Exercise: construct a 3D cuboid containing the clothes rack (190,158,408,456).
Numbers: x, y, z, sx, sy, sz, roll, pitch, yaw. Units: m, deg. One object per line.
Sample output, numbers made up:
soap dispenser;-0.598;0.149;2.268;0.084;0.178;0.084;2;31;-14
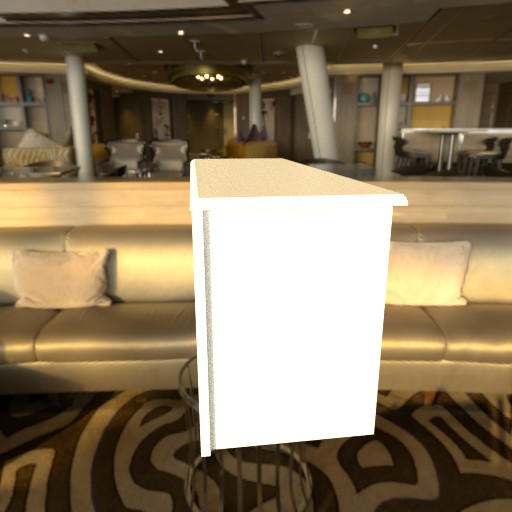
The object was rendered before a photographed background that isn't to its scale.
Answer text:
clothes rack;0.000;0.000;1.456;0.405;0.558;1.218;-2;16;-8
